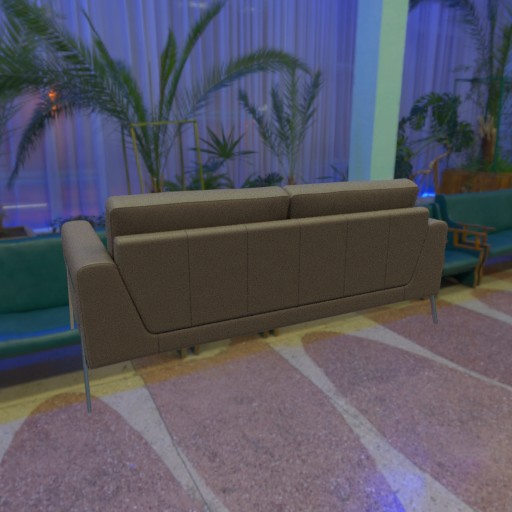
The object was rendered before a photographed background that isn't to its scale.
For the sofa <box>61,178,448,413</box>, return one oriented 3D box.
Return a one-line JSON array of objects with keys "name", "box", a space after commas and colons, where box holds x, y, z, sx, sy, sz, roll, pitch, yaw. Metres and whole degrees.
[{"name": "sofa", "box": [0.000, 0.000, 2.559, 2.017, 0.875, 0.953, -8, 18, -25]}]
